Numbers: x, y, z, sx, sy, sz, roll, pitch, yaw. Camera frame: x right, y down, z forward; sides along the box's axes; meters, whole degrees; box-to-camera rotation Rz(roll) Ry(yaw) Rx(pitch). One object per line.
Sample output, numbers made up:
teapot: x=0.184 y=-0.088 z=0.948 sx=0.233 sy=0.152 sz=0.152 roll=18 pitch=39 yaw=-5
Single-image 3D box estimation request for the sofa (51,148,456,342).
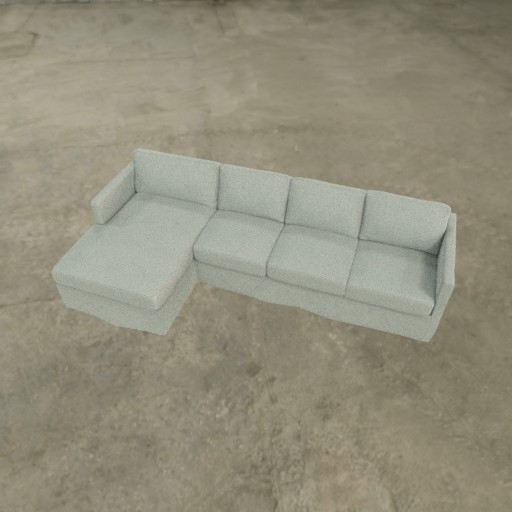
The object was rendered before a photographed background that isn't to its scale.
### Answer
sofa: x=0.000 y=0.000 z=3.915 sx=3.205 sy=0.922 sz=1.650 roll=13 pitch=45 yaw=14
